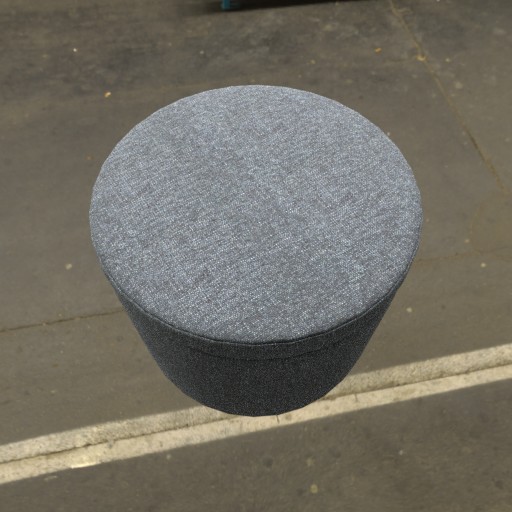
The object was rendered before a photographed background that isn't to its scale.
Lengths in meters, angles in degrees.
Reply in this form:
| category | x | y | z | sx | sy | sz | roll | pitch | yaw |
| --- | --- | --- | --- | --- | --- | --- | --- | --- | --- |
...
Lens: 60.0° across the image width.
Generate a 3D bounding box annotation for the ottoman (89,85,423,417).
| category | x | y | z | sx | sy | sz | roll | pitch | yaw |
| --- | --- | --- | --- | --- | --- | --- | --- | --- | --- |
| ottoman | 0.000 | 0.000 | 0.828 | 0.500 | 0.419 | 0.500 | 0 | 58 | 0 |
